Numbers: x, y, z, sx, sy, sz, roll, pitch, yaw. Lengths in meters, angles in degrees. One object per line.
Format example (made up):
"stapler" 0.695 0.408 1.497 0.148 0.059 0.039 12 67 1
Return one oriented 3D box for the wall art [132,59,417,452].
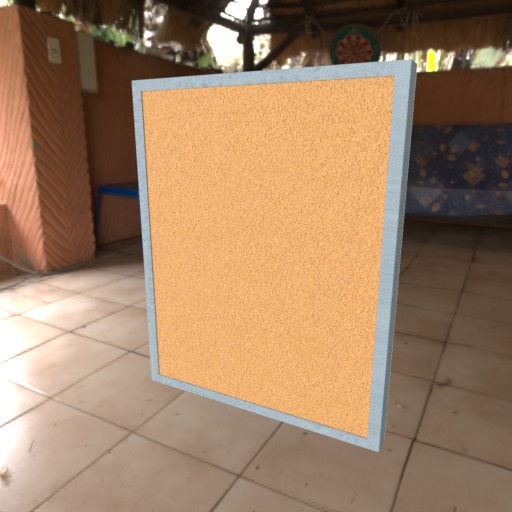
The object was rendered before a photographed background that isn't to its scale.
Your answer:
"wall art" 0.000 0.000 0.662 0.409 0.509 0.037 8 17 27
